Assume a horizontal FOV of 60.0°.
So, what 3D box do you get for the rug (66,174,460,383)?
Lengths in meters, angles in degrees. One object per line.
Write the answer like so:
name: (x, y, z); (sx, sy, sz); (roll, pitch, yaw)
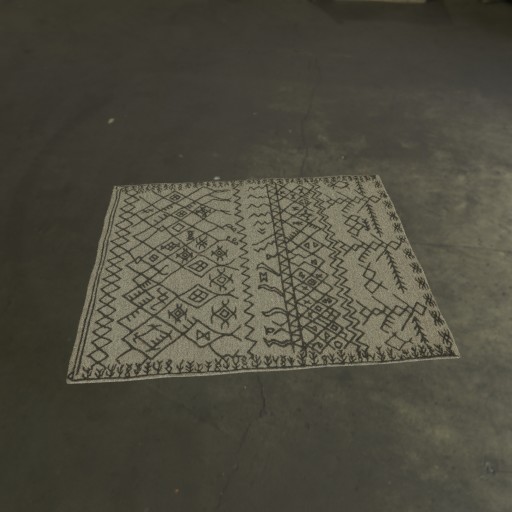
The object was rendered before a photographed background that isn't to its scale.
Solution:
rug: (0.000, 0.000, 3.397); (2.455, 0.025, 1.964); (-3, 46, -3)
